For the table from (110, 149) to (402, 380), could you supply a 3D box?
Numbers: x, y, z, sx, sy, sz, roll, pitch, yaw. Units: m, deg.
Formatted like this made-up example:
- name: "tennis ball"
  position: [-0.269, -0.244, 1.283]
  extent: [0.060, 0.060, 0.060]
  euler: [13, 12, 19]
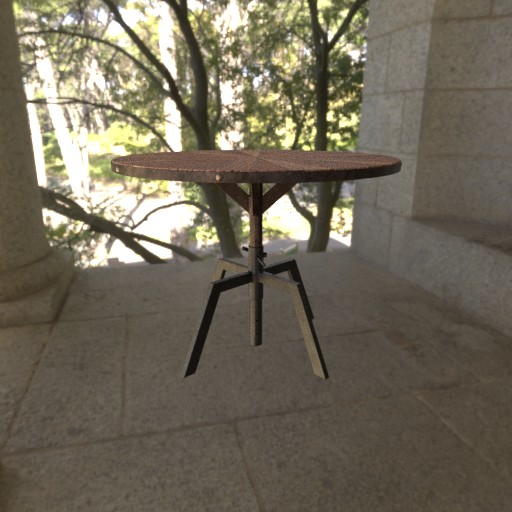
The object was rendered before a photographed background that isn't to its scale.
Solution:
- name: "table"
  position: [0.000, 0.000, 1.505]
  extent: [0.885, 0.658, 0.885]
  euler: [0, 16, 0]
